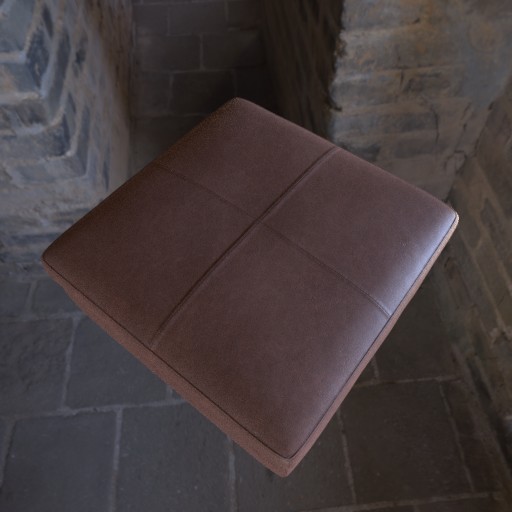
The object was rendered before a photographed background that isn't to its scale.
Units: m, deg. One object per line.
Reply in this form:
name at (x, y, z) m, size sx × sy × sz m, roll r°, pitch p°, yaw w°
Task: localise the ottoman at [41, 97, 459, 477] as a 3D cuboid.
ottoman at (0.000, 0.000, 1.785) m, size 1.168 × 0.490 × 1.168 m, roll 33°, pitch 63°, yaw 19°
